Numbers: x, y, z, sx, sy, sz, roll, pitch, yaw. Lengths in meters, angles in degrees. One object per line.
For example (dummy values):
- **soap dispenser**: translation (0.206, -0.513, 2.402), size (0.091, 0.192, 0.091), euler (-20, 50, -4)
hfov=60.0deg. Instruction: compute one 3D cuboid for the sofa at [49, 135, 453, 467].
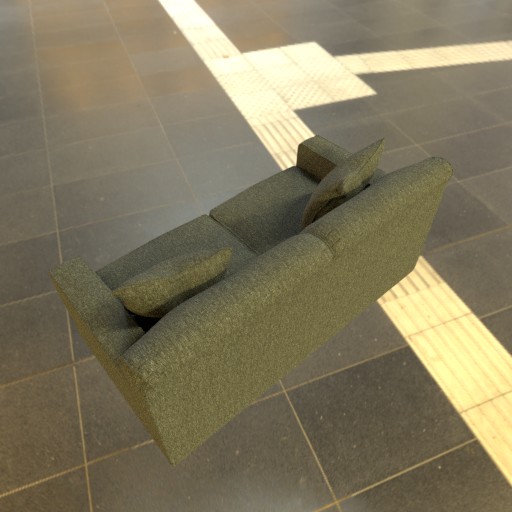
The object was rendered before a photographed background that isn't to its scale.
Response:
- **sofa**: translation (0.000, 0.000, 2.384), size (1.846, 0.958, 0.998), euler (-32, 54, -27)
